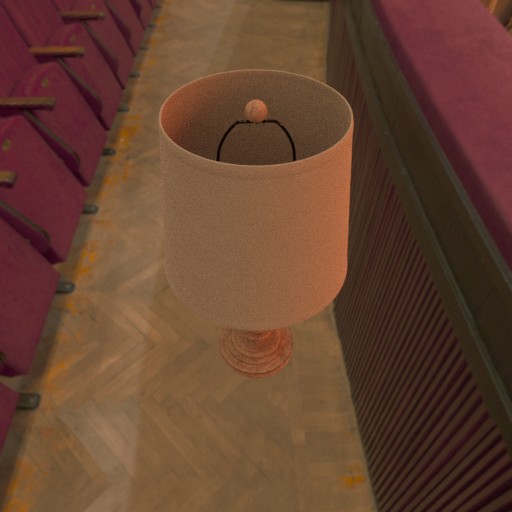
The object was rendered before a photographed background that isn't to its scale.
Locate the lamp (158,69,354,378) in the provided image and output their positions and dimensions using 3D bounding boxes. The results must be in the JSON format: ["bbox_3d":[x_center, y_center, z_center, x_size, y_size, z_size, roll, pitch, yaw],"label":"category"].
[{"bbox_3d":[0.000,0.000,0.670,0.273,0.497,0.273,0,46,0],"label":"lamp"}]
